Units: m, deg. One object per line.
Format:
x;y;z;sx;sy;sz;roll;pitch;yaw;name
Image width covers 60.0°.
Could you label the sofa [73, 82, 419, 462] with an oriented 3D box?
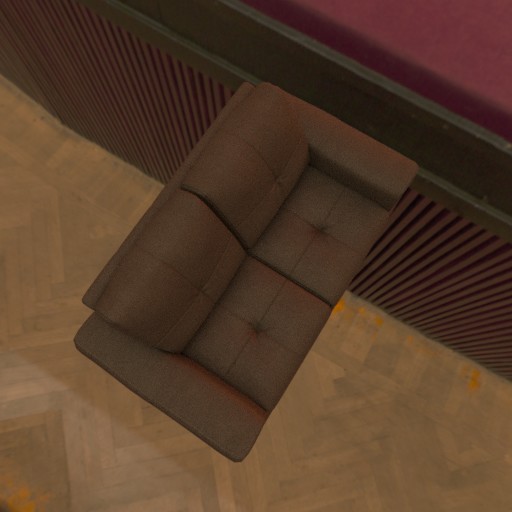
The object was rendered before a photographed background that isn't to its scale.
0.000;0.000;2.347;1.018;0.907;1.806;32;78;8;sofa
